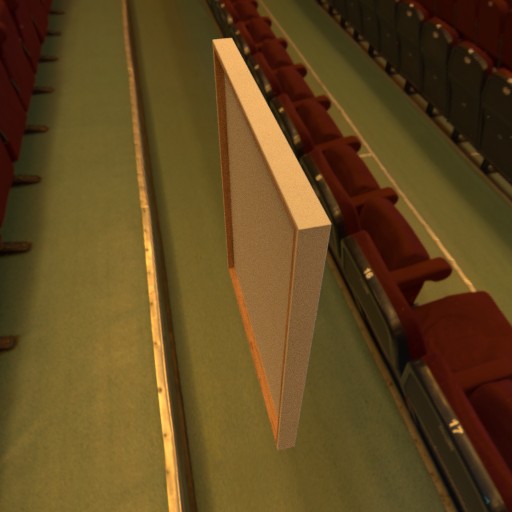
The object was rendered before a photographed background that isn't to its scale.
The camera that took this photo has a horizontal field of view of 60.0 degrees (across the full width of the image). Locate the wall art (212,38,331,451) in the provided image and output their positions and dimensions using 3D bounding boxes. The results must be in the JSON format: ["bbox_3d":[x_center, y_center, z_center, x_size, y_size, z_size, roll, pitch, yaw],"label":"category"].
[{"bbox_3d":[0.000,0.000,0.840,0.037,0.606,0.508,-10,47,-10],"label":"wall art"}]
